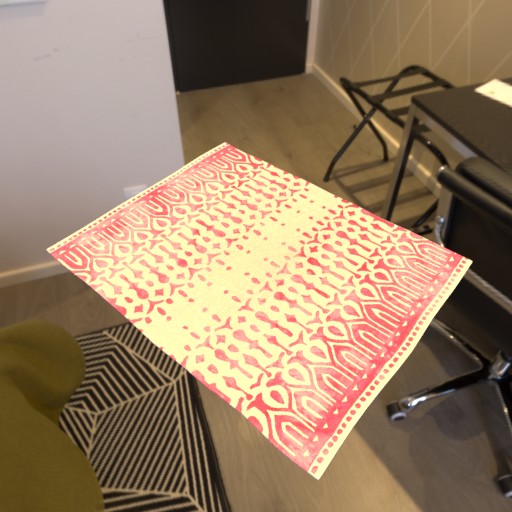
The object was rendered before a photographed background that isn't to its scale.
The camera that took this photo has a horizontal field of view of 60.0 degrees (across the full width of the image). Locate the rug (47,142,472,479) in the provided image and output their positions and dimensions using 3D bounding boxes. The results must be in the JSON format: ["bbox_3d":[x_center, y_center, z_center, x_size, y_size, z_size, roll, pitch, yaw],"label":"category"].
[{"bbox_3d":[0.000,0.000,4.050,3.095,0.016,2.441,32,54,27],"label":"rug"}]
